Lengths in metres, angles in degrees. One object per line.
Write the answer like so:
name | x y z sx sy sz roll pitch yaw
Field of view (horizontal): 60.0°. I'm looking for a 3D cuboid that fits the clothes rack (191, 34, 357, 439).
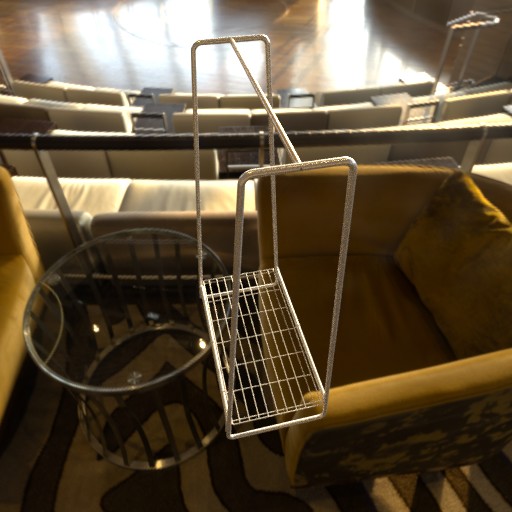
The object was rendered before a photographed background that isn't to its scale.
clothes rack | 0.000 0.000 1.916 0.495 1.500 0.900 -10 46 -9
